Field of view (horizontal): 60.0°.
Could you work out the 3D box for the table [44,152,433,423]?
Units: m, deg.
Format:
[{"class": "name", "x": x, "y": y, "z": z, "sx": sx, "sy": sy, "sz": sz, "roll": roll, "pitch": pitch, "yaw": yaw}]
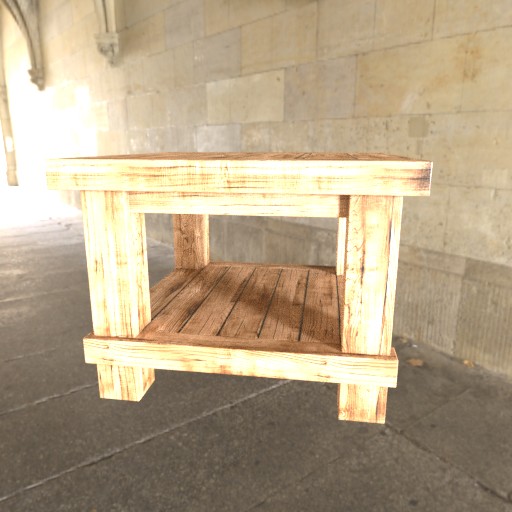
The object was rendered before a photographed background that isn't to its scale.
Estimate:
[{"class": "table", "x": 0.000, "y": 0.000, "z": 1.030, "sx": 0.610, "sy": 0.457, "sz": 0.610, "roll": 2, "pitch": 14, "yaw": 9}]
